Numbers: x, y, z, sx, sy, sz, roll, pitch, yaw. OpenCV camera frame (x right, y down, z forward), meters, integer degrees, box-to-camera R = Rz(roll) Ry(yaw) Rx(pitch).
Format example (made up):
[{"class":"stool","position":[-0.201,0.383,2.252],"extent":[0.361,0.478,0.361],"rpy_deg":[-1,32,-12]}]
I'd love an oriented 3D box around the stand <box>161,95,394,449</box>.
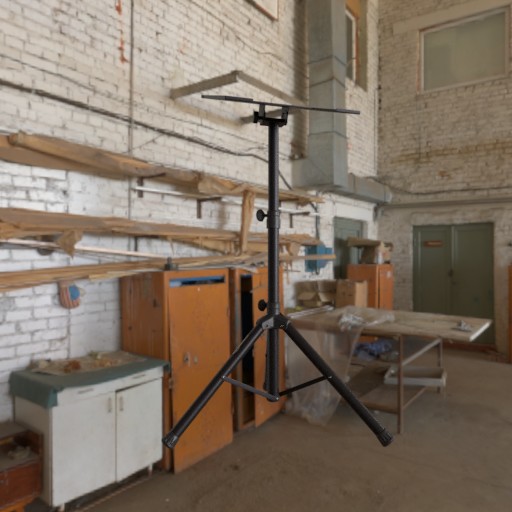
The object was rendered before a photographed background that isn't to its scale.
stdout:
[{"class":"stand","position":[0.000,0.000,1.602],"extent":[0.702,1.198,0.702],"rpy_deg":[0,0,-18]}]
